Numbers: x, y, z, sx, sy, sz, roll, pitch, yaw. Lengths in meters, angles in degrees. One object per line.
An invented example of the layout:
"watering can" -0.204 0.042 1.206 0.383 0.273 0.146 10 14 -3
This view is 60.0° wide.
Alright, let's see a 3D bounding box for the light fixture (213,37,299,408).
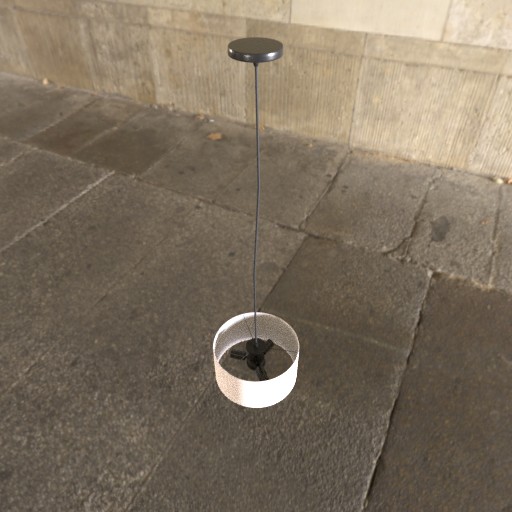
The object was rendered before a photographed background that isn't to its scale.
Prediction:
"light fixture" 0.000 0.000 1.698 0.399 1.516 0.399 0 41 0
